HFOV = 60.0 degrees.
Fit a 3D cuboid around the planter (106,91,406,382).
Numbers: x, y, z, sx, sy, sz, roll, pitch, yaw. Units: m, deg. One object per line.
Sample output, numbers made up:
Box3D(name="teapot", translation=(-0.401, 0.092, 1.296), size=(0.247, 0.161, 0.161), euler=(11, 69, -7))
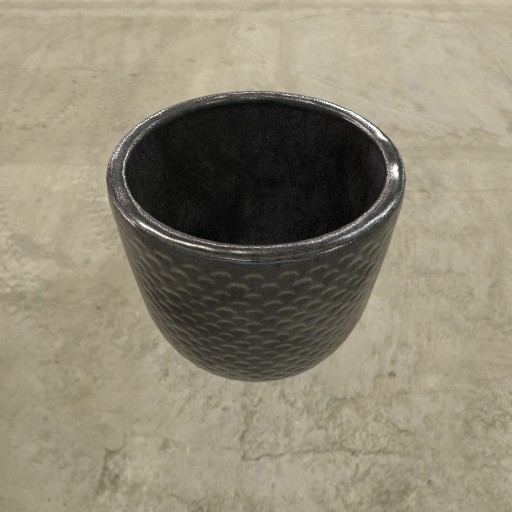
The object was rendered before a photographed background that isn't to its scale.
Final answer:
Box3D(name="planter", translation=(0.000, 0.000, 0.361), size=(0.197, 0.191, 0.197), euler=(0, 45, 0))
